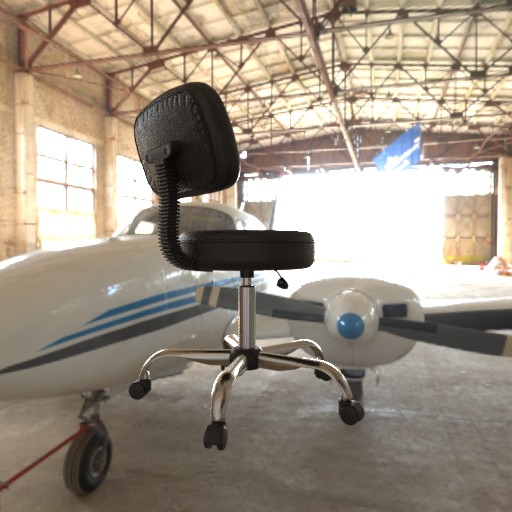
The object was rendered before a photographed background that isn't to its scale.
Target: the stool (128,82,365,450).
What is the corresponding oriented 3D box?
[{"bbox_3d":[0.000,0.000,1.338,0.648,0.862,0.673,-1,2,-37],"label":"stool"}]
